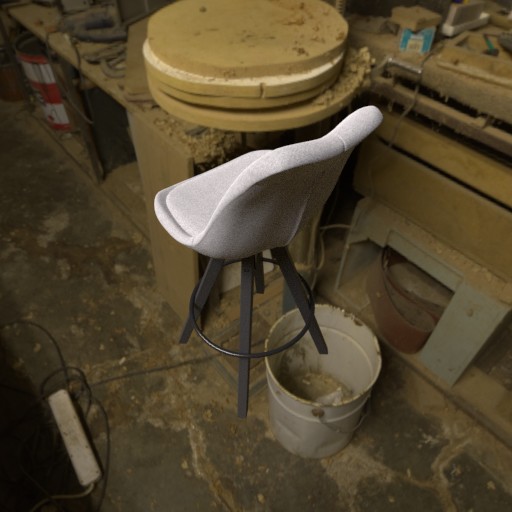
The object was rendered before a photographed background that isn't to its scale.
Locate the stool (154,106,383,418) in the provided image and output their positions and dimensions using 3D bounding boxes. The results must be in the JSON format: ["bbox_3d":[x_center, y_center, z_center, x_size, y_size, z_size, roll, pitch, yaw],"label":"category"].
[{"bbox_3d":[0.000,0.000,1.390,0.485,1.115,0.550,-31,54,-26],"label":"stool"}]
